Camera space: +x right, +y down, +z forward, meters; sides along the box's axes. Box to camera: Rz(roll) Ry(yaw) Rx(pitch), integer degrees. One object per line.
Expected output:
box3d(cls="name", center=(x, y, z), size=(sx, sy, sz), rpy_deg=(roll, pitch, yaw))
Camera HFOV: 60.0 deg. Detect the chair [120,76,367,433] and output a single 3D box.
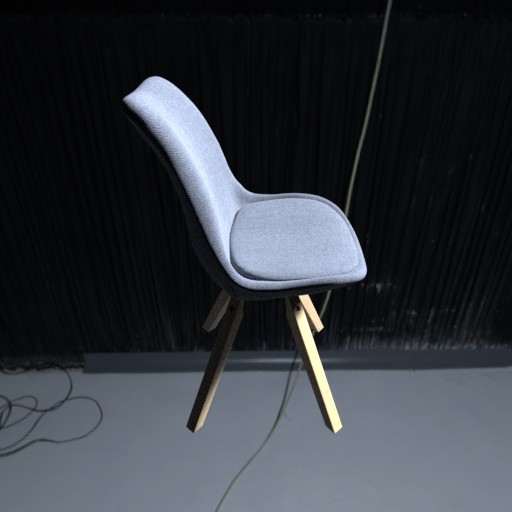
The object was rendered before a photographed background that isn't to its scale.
box3d(cls="chair", center=(0.000, 0.000, 1.173), size=(0.550, 0.850, 0.485), rpy_deg=(0, 32, 0))
